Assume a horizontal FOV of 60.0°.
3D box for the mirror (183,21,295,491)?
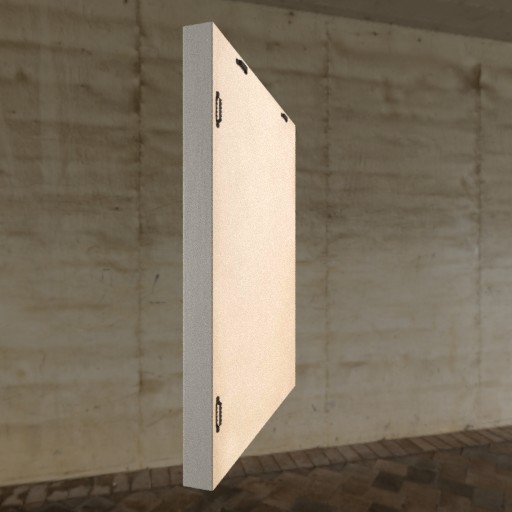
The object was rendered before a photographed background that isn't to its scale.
[{"bbox_3d":[0.000,0.000,0.676,0.041,0.508,0.405,0,0,18],"label":"mirror"}]
